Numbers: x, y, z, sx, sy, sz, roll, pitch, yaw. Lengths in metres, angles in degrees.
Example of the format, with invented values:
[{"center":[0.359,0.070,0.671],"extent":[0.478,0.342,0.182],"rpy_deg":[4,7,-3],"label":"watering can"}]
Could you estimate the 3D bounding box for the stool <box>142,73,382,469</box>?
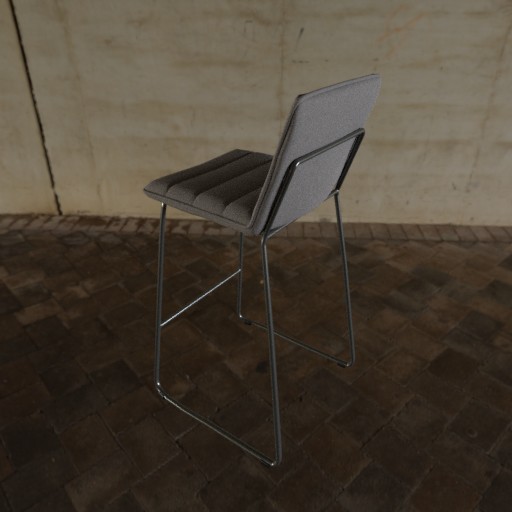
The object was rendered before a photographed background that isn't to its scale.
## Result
[{"center":[0.000,0.000,1.246],"extent":[0.490,0.960,0.490],"rpy_deg":[20,35,30],"label":"stool"}]
